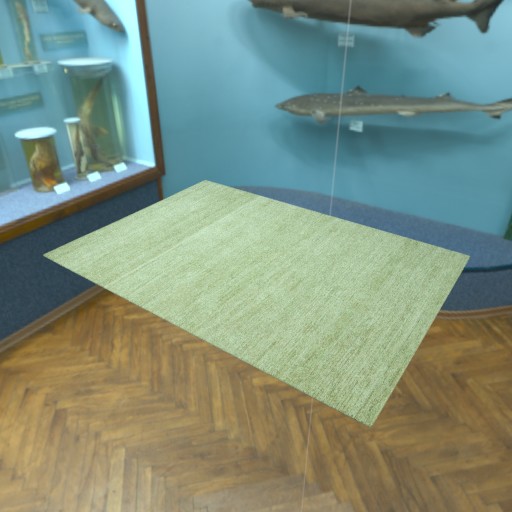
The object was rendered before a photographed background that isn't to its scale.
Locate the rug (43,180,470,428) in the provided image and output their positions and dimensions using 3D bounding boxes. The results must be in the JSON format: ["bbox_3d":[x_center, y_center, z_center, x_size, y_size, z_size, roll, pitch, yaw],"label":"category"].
[{"bbox_3d":[0.000,0.000,2.878,2.270,0.017,1.606,20,37,30],"label":"rug"}]
